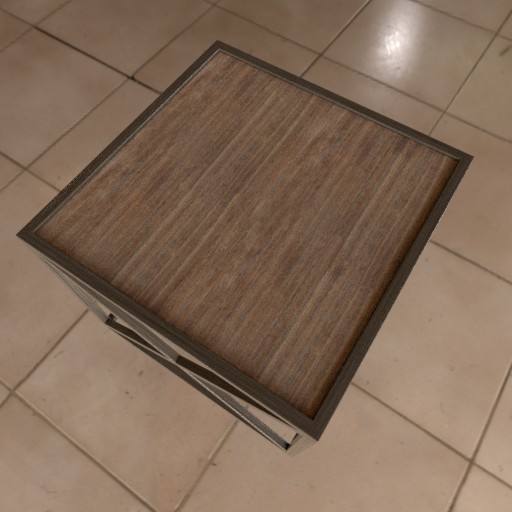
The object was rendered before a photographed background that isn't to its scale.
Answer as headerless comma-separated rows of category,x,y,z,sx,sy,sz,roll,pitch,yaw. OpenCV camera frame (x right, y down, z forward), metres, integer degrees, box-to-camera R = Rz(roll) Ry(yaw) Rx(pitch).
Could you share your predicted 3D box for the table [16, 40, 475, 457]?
table,0.000,0.000,1.042,0.611,0.507,0.609,30,67,14
